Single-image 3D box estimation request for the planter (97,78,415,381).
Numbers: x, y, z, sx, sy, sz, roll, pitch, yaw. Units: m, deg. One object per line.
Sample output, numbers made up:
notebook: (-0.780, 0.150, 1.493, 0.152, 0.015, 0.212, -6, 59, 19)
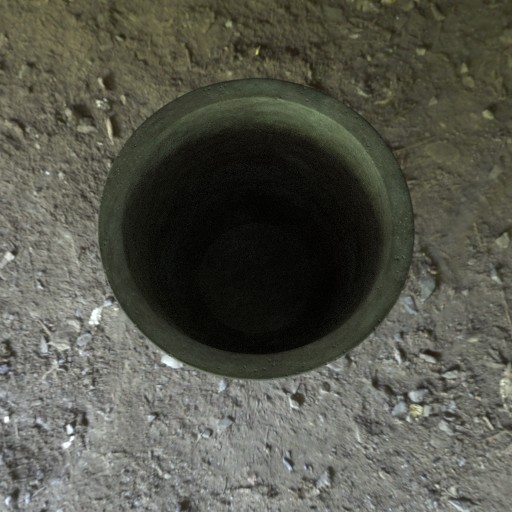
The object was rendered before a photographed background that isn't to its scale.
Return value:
planter: (0.000, 0.000, 0.268, 0.142, 0.149, 0.142, 0, 76, 0)
